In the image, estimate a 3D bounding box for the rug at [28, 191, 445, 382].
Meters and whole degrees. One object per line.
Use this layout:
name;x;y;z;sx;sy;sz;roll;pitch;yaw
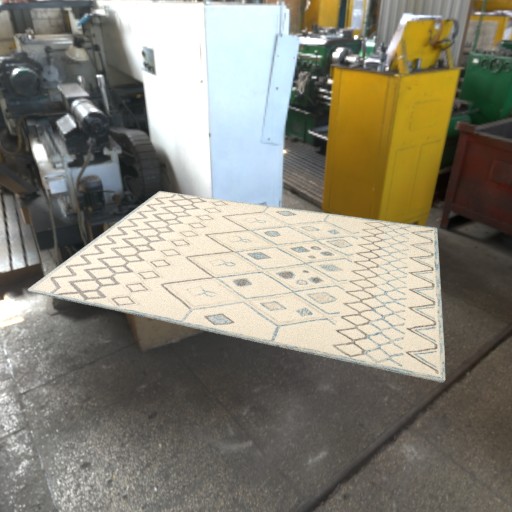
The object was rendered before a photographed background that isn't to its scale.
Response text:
rug;0.000;0.000;2.321;1.820;0.009;1.260;9;32;15
